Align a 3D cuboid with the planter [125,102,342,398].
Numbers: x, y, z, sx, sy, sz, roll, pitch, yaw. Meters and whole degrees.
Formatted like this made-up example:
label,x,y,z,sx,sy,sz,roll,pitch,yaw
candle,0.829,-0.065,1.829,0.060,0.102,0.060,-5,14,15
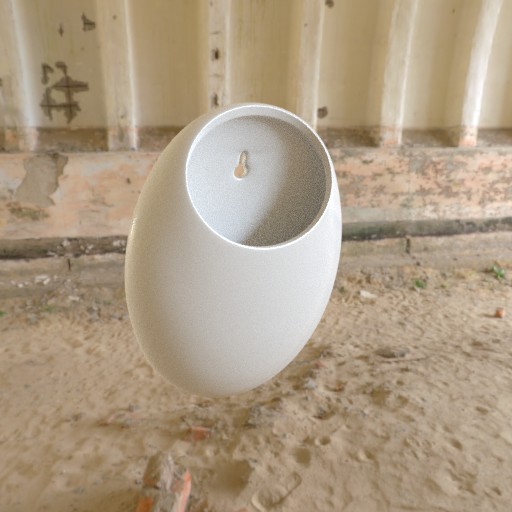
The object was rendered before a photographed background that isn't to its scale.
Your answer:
label,x,y,z,sx,sy,sz,roll,pitch,yaw
planter,0.000,0.000,0.286,0.043,0.188,0.185,14,20,43
